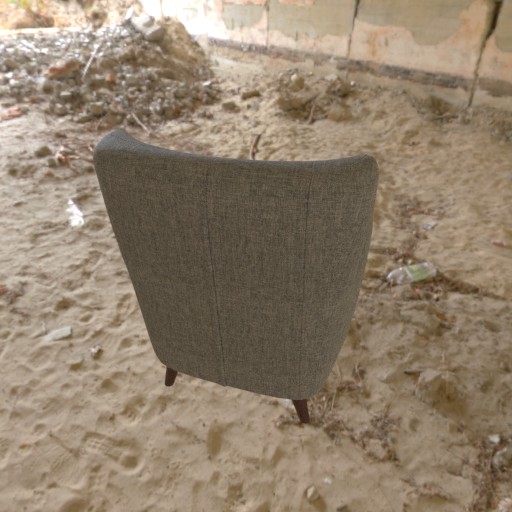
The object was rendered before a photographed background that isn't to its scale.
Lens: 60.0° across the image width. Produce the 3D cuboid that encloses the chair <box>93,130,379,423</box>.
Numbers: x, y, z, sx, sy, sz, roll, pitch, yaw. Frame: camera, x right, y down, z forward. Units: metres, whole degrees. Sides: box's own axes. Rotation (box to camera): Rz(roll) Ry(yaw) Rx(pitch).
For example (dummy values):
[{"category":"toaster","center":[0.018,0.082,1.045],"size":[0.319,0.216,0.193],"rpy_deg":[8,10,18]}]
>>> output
[{"category":"chair","center":[0.000,0.000,1.788],"size":[0.878,1.063,0.904],"rpy_deg":[10,33,16]}]
